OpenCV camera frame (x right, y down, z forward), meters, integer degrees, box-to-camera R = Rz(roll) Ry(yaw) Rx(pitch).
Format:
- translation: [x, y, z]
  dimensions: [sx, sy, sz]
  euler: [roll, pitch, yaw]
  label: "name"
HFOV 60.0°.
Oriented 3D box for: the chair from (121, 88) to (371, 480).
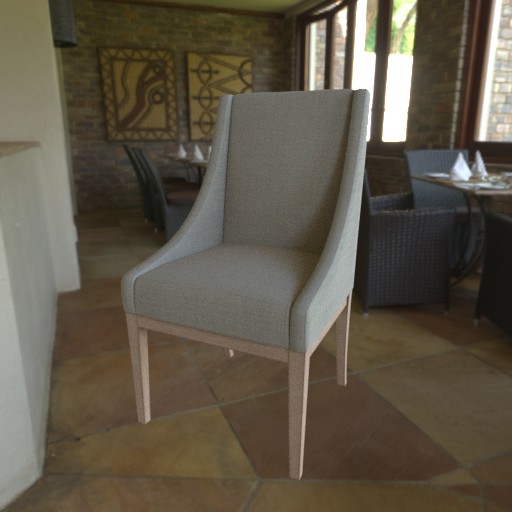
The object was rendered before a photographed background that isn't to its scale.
- translation: [0.000, 0.000, 1.401]
  dimensions: [0.575, 1.021, 0.611]
  euler: [8, 17, 26]
  label: "chair"
